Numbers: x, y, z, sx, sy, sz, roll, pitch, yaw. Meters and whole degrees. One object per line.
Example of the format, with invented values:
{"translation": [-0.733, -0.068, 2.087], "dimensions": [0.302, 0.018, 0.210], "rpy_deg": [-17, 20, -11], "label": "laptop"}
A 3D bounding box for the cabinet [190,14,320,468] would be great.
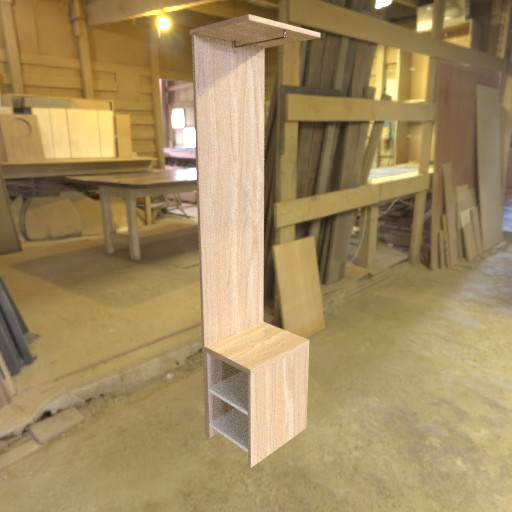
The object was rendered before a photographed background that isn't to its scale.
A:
{"translation": [0.000, 0.000, 2.036], "dimensions": [0.338, 1.879, 0.411], "rpy_deg": [15, 21, 43], "label": "cabinet"}
